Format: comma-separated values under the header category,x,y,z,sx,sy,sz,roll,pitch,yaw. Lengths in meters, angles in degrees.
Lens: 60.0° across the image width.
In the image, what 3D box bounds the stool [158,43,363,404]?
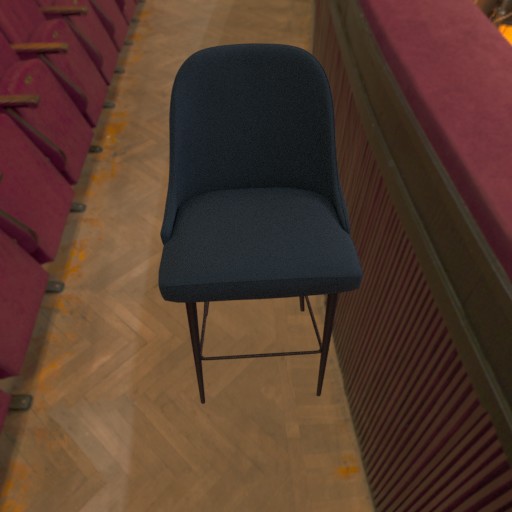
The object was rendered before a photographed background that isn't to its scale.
category,x,y,z,sx,sy,sz,roll,pitch,yaw
stool,0.000,0.000,1.367,0.527,1.079,0.489,-3,47,-3
